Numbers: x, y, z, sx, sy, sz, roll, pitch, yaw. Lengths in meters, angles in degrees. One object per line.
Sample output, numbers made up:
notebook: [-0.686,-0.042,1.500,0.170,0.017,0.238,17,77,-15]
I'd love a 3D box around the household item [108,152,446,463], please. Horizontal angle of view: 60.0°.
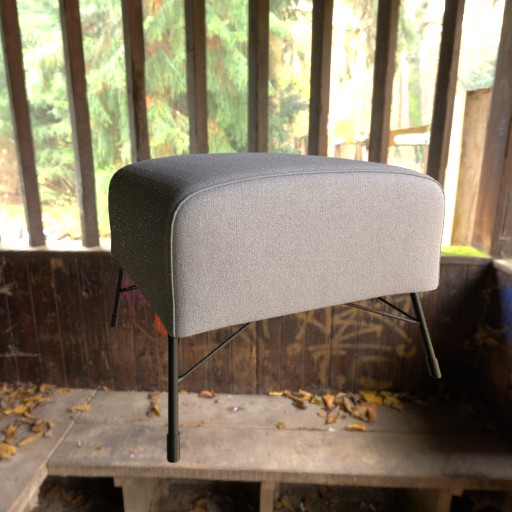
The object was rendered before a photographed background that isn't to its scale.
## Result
household item: [0.000,0.000,0.905,0.530,0.410,0.530,-7,16,-25]
